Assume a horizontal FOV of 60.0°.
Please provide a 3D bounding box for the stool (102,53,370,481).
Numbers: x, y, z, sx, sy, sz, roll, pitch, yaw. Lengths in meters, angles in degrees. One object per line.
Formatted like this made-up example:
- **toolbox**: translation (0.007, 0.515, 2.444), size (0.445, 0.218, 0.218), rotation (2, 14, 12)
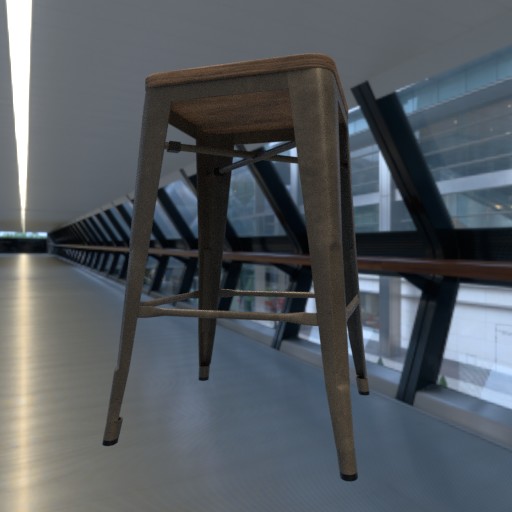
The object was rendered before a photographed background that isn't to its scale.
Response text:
- **stool**: translation (0.000, 0.000, 0.848), size (0.407, 0.607, 0.407), rotation (0, 0, 17)
